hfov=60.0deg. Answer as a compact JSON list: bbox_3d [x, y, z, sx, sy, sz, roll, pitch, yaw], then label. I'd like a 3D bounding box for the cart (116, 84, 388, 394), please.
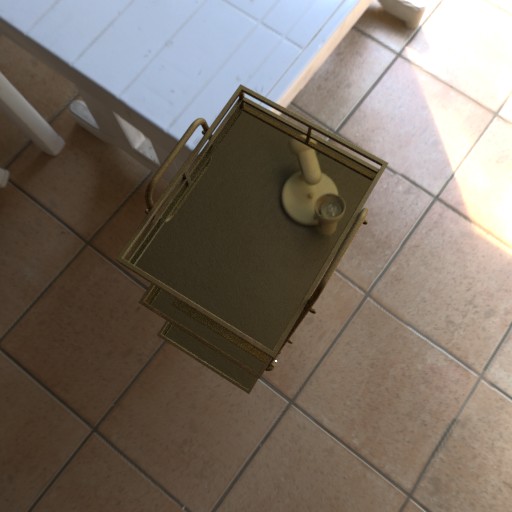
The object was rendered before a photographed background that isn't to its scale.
[{"bbox_3d":[0.000,0.000,1.306,0.441,0.883,0.711,31,77,8],"label":"cart"}]
